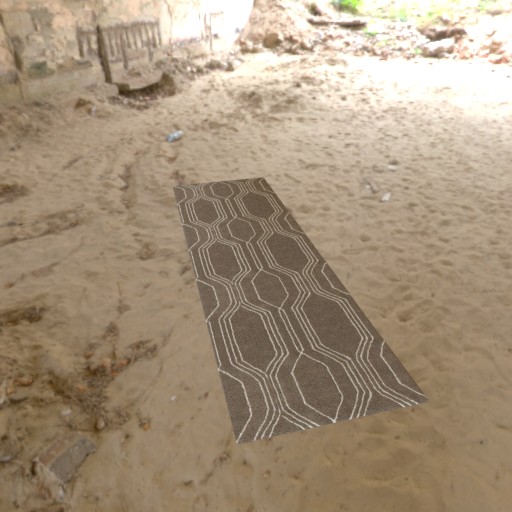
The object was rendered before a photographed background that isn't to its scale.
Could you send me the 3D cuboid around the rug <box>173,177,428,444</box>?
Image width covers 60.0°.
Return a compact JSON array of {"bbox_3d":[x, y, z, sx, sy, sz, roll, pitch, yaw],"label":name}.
[{"bbox_3d":[0.000,0.000,2.678,0.773,0.012,2.464,-8,32,-12],"label":"rug"}]
